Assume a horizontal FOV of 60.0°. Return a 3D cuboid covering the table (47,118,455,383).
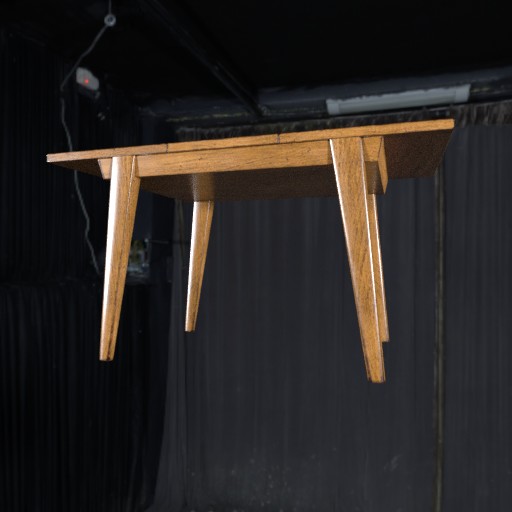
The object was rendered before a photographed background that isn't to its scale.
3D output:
[{"bbox_3d":[0.000,0.000,1.803,1.400,0.760,0.757,0,-1,18],"label":"table"}]
